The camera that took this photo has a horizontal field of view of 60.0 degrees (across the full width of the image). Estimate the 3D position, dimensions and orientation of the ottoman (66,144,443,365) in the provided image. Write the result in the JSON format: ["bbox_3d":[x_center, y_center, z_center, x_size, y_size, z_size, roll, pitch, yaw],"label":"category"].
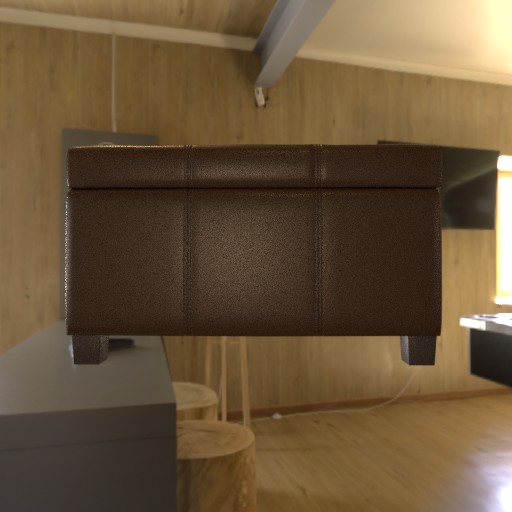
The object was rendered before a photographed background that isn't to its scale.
[{"bbox_3d":[0.000,0.000,1.288,0.788,0.460,0.787,0,-1,1],"label":"ottoman"}]
